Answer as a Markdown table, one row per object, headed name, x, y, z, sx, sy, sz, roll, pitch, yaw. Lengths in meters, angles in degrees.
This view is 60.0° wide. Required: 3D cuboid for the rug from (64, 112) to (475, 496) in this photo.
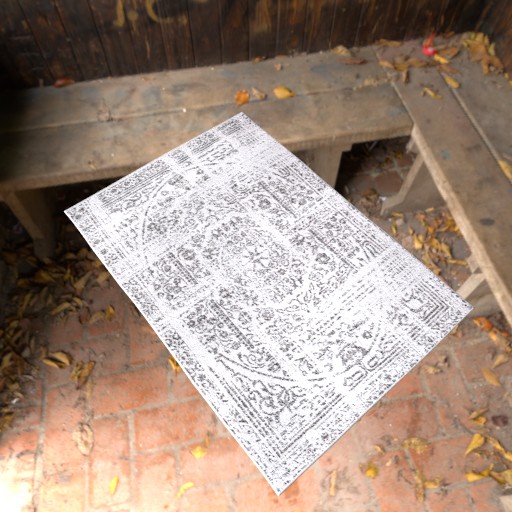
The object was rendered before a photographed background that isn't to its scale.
| name | x | y | z | sx | sy | sz | roll | pitch | yaw |
| --- | --- | --- | --- | --- | --- | --- | --- | --- | --- |
| rug | 0.000 | 0.000 | 3.091 | 1.706 | 0.026 | 2.438 | -35 | 65 | -19 |
